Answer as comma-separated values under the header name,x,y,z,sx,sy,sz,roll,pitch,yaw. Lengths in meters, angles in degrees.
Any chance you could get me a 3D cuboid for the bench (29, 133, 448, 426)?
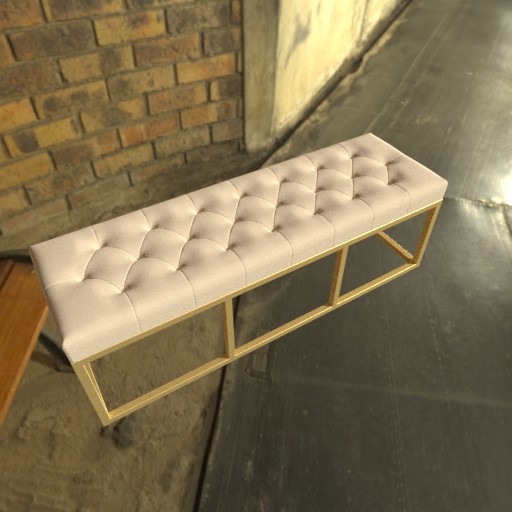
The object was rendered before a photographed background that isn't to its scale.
name,x,y,z,sx,sy,sz,roll,pitch,yaw
bench,0.000,0.000,1.732,1.473,0.484,0.457,-23,48,-22
